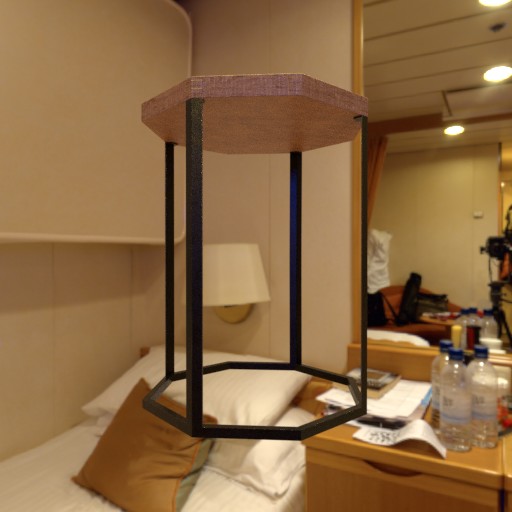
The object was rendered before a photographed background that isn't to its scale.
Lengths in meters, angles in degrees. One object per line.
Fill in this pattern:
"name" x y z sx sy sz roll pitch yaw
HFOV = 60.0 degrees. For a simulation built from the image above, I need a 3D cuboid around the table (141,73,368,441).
"table" 0.000 0.000 0.874 0.437 0.553 0.437 0 1 -18
